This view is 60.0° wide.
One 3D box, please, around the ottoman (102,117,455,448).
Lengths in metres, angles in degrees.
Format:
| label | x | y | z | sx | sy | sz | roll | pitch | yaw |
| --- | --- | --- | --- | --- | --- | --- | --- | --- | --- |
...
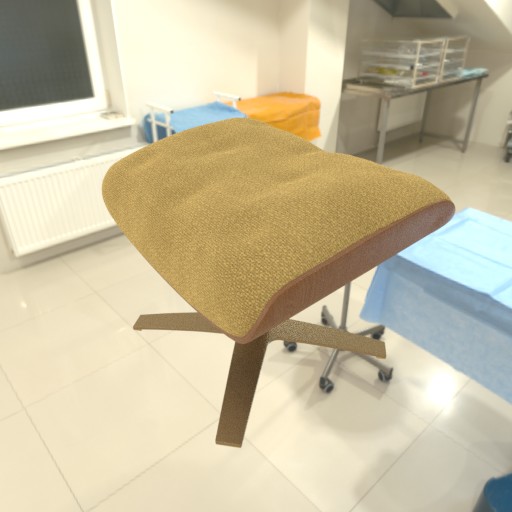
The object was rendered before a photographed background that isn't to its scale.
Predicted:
| label | x | y | z | sx | sy | sz | roll | pitch | yaw |
| --- | --- | --- | --- | --- | --- | --- | --- | --- | --- |
| ottoman | 0.000 | 0.000 | 0.812 | 0.394 | 0.391 | 0.520 | -20 | 36 | -30 |
